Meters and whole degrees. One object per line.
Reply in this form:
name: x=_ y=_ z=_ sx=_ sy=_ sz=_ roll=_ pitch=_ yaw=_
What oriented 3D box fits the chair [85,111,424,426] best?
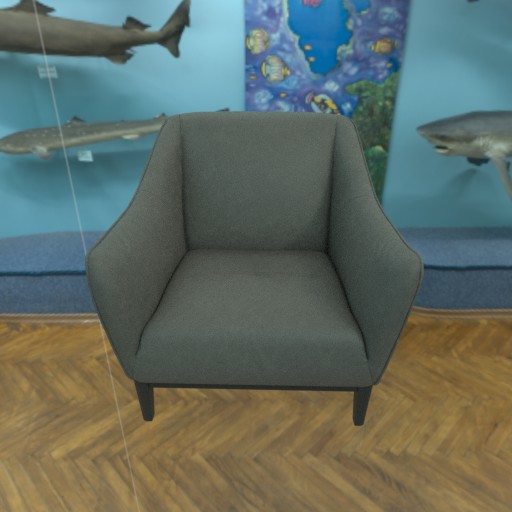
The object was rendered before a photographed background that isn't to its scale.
chair: x=0.000 y=0.000 z=1.540 sx=0.871 sy=0.830 sz=0.852 roll=1 pitch=28 yaw=1
